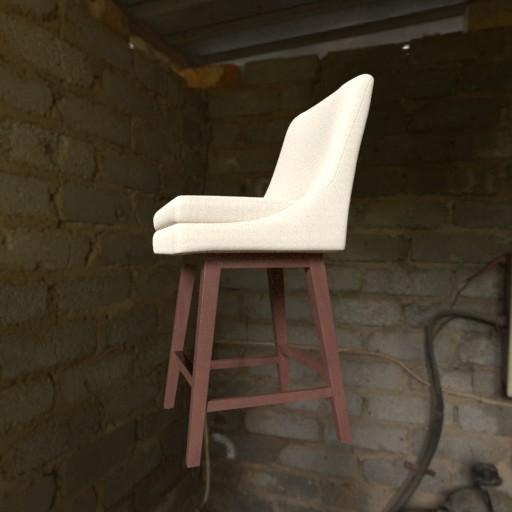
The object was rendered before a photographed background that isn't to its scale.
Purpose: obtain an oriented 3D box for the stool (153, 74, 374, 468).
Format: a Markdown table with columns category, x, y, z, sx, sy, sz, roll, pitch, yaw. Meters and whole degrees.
| category | x | y | z | sx | sy | sz | roll | pitch | yaw |
| --- | --- | --- | --- | --- | --- | --- | --- | --- | --- |
| stool | 0.000 | 0.000 | 1.317 | 0.559 | 0.991 | 0.483 | 0 | 1 | -19 |
